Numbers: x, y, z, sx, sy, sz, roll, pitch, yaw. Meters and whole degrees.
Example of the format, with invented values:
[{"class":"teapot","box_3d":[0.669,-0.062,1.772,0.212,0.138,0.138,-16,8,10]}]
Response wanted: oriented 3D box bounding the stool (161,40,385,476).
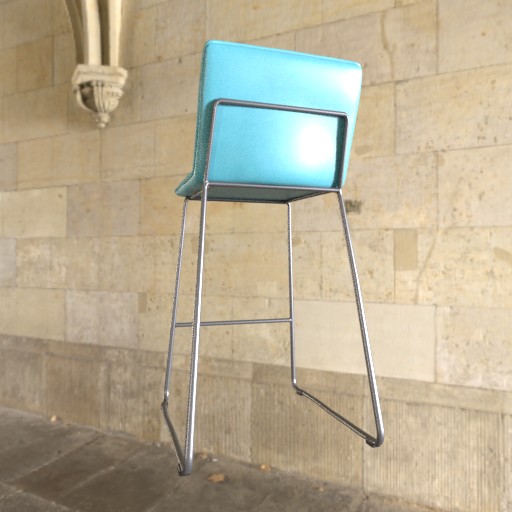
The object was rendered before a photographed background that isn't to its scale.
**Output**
[{"class":"stool","box_3d":[0.000,0.000,1.233,0.489,0.936,0.524,0,0,-18]}]
